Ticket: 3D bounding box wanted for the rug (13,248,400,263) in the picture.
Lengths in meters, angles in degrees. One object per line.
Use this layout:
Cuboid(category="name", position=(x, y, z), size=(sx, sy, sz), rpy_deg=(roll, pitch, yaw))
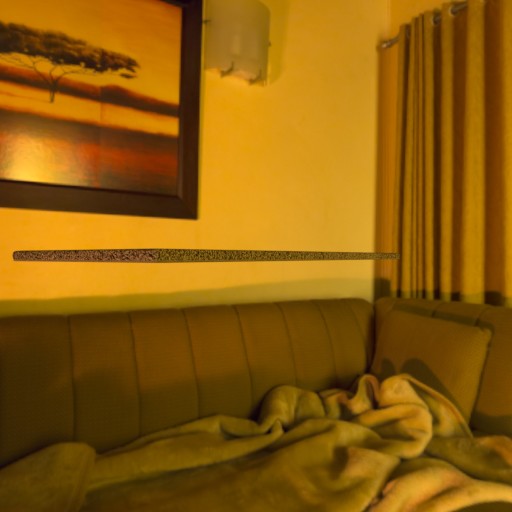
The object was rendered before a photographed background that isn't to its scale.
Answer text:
Cuboid(category="rug", position=(0.000, 0.000, 1.690), size=(0.609, 0.030, 1.524), rpy_deg=(0, 0, 36))
